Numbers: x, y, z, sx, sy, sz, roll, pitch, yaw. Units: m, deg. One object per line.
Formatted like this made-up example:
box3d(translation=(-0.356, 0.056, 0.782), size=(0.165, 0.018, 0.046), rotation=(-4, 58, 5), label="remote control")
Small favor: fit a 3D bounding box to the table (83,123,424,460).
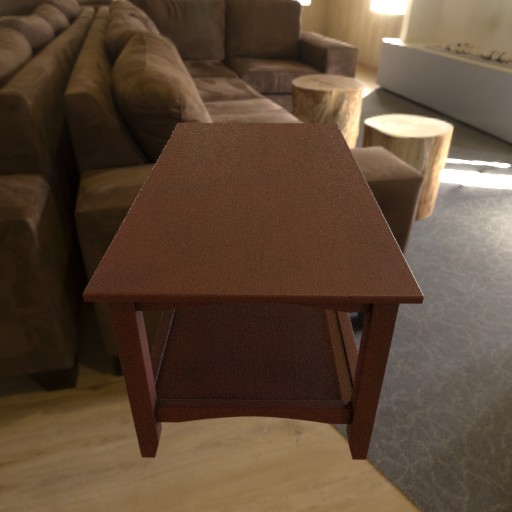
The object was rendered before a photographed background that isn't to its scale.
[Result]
box3d(translation=(0.000, 0.000, 1.207), size=(0.533, 0.456, 0.943), rotation=(0, 32, 1), label="table")
